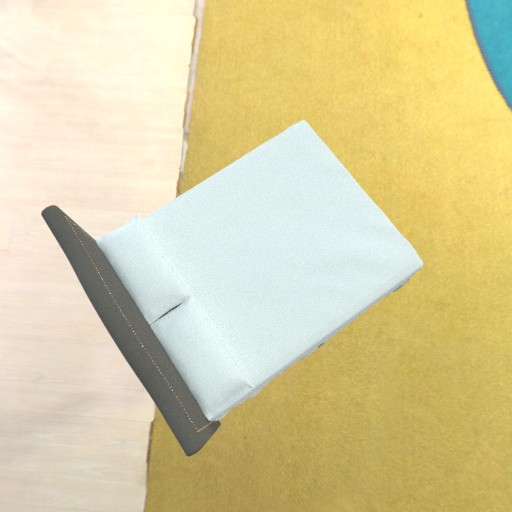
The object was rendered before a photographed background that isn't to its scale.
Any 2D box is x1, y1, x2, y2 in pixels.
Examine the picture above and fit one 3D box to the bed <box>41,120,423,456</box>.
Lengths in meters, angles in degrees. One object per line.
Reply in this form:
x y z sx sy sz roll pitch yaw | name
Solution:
0.000 0.000 3.200 2.036 1.387 1.666 -34 77 -9 | bed
